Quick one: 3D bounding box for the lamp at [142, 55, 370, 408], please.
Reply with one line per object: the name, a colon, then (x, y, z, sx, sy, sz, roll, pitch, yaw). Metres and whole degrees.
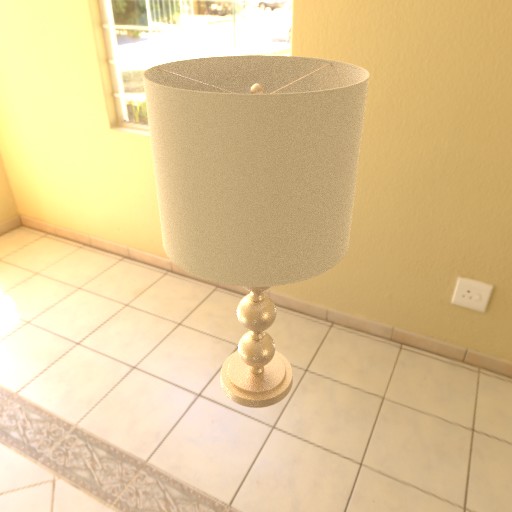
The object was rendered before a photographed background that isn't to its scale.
lamp: (0.000, 0.000, 0.688, 0.277, 0.538, 0.277, 9, 33, 15)
